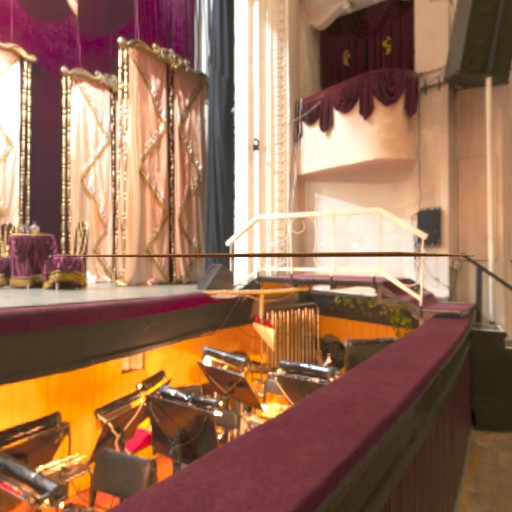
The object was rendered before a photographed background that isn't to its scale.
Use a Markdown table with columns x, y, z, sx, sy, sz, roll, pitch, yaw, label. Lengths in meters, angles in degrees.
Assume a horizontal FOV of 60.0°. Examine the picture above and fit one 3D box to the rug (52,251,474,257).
| x | y | z | sx | sy | sz | roll | pitch | yaw | label |
| --- | --- | --- | --- | --- | --- | --- | --- | --- | --- |
| 0.000 | 0.000 | 2.986 | 2.424 | 0.010 | 1.511 | 0 | -1 | 36 | rug |
